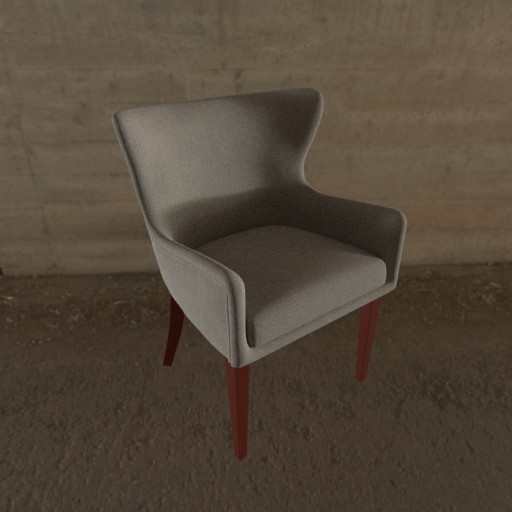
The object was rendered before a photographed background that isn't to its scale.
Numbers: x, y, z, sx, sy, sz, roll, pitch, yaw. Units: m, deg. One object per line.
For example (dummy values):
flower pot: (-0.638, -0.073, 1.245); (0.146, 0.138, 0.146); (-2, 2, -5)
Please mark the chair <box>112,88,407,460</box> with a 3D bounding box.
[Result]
chair: (0.000, 0.000, 1.448); (0.732, 0.948, 0.677); (-20, 34, -32)
